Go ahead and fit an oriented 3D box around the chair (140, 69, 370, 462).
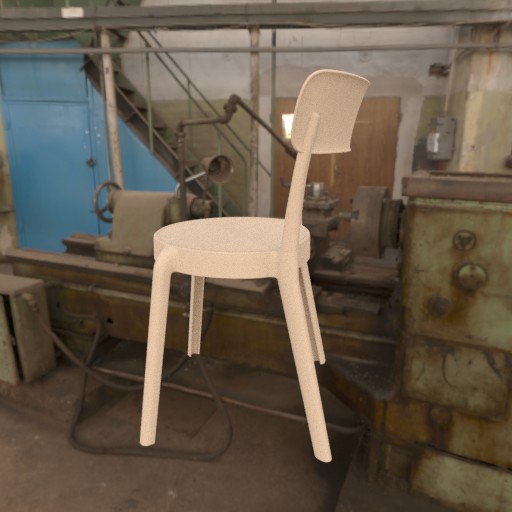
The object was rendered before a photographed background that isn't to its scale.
[{"bbox_3d":[0.000,0.000,1.090,0.491,0.790,0.506,2,16,7],"label":"chair"}]
